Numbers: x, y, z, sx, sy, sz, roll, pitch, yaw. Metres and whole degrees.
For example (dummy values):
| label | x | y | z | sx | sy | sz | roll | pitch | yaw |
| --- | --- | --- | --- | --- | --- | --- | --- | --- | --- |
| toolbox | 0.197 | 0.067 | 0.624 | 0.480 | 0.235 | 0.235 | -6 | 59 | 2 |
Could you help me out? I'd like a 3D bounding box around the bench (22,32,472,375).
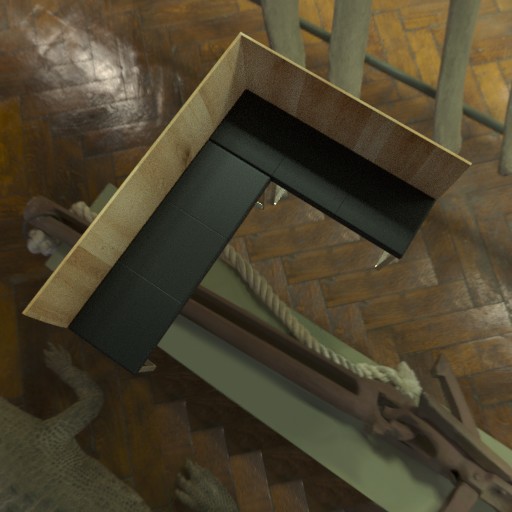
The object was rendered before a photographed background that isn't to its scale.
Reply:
| label | x | y | z | sx | sy | sz | roll | pitch | yaw |
| --- | --- | --- | --- | --- | --- | --- | --- | --- | --- |
| bench | 0.000 | 0.000 | 2.736 | 1.495 | 0.930 | 1.945 | 33 | 79 | 7 |
